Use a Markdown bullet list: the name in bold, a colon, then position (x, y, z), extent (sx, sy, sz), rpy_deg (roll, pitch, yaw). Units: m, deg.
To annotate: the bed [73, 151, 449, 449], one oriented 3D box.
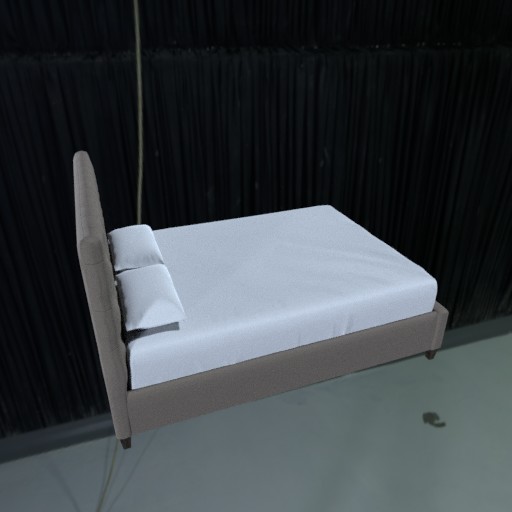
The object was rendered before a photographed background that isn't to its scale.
- **bed**: position (0.000, 0.000, 3.401), extent (2.387, 1.427, 1.698), rpy_deg (-10, 30, -18)
